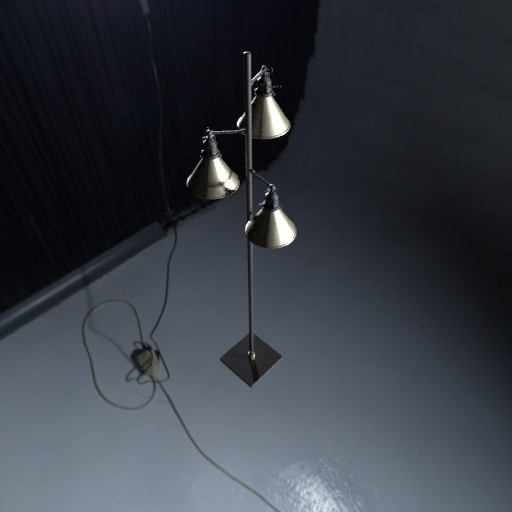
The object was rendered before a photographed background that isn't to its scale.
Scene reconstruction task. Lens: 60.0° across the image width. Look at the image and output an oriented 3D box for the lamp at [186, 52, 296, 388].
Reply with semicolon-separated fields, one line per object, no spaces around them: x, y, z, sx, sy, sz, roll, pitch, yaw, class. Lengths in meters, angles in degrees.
0.000;0.000;1.929;0.415;1.716;0.428;34;54;29;lamp
